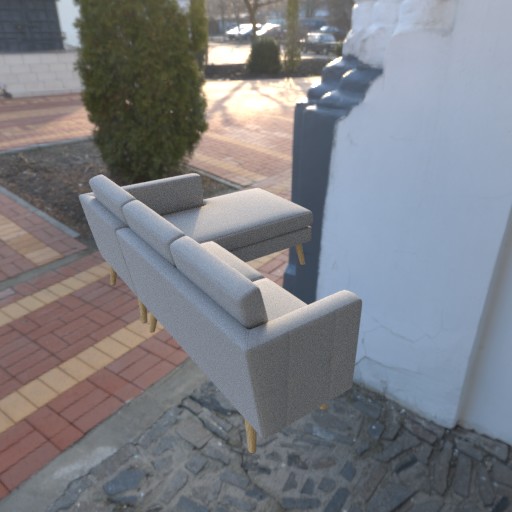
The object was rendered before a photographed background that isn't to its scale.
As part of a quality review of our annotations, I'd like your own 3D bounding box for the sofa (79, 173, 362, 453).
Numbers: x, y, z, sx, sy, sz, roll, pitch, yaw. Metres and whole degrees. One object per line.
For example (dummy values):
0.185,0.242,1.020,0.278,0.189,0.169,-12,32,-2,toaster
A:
0.000,0.000,2.791,1.530,0.860,2.040,-18,32,-31,sofa
